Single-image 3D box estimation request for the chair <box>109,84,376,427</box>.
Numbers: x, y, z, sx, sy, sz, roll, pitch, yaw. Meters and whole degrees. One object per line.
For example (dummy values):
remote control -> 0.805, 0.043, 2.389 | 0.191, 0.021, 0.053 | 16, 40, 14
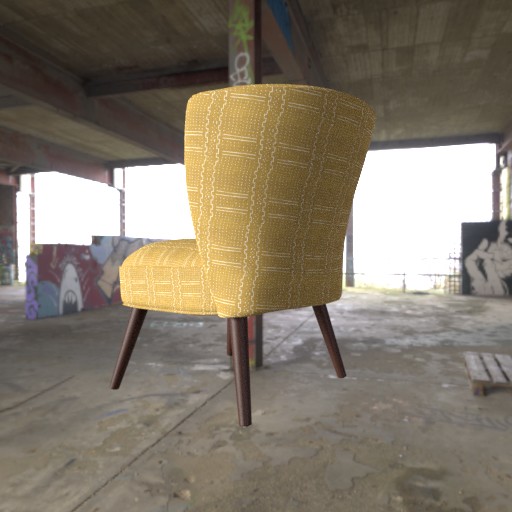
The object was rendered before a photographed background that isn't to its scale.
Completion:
chair -> 0.000, 0.000, 1.437 | 0.758, 0.866, 0.706 | 1, 1, 37
